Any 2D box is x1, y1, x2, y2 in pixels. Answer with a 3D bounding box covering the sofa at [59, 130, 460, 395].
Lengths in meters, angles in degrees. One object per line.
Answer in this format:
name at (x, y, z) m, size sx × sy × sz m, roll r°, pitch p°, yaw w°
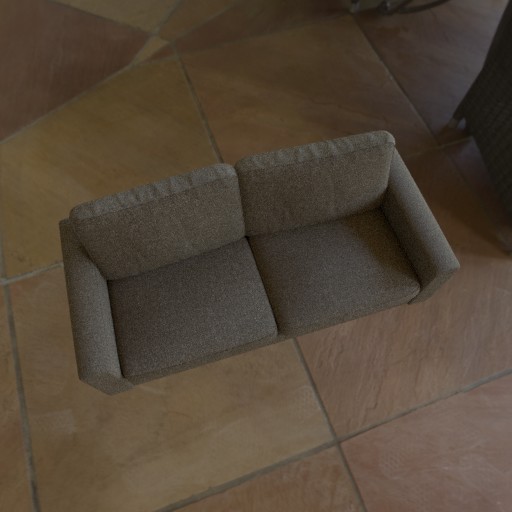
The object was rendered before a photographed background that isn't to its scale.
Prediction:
sofa at (0.000, 0.000, 2.691) m, size 2.179 × 0.873 × 1.016 m, roll -15°, pitch 65°, yaw -7°
